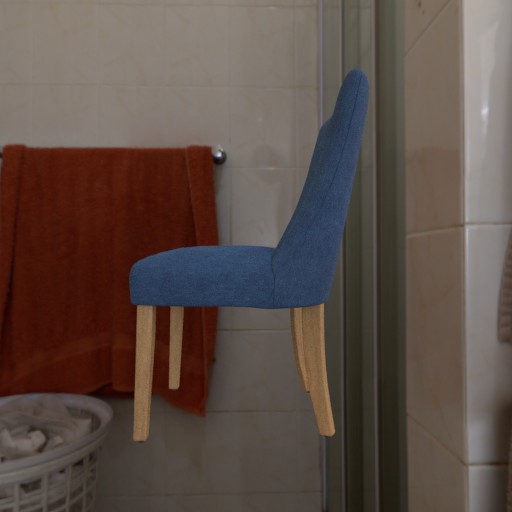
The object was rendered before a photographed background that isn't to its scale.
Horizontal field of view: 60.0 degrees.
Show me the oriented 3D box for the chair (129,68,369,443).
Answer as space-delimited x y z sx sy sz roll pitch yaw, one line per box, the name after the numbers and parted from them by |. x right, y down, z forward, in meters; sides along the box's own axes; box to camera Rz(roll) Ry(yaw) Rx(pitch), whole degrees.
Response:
0.000 0.000 1.283 0.609 0.902 0.495 0 0 0 | chair
